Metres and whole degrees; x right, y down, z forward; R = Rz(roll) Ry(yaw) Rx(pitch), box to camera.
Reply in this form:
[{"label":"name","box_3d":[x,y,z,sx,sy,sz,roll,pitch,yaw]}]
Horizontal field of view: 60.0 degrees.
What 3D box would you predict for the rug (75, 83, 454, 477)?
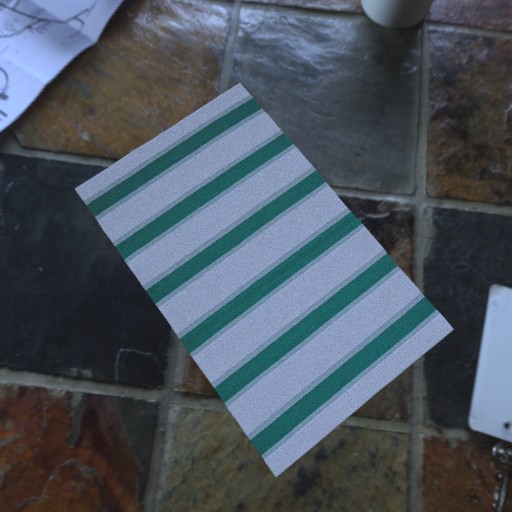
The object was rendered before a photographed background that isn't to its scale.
[{"label":"rug","box_3d":[0.000,0.000,3.134,1.521,0.015,2.436,-36,77,-9]}]
